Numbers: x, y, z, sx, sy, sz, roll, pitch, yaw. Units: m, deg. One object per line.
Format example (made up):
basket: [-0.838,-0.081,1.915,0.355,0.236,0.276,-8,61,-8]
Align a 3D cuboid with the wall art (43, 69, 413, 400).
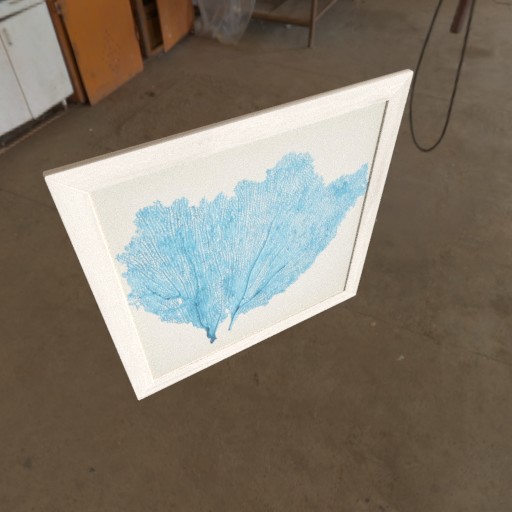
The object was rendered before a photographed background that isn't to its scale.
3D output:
wall art: [0.000,0.000,0.839,0.584,0.584,0.013,-22,50,-20]
